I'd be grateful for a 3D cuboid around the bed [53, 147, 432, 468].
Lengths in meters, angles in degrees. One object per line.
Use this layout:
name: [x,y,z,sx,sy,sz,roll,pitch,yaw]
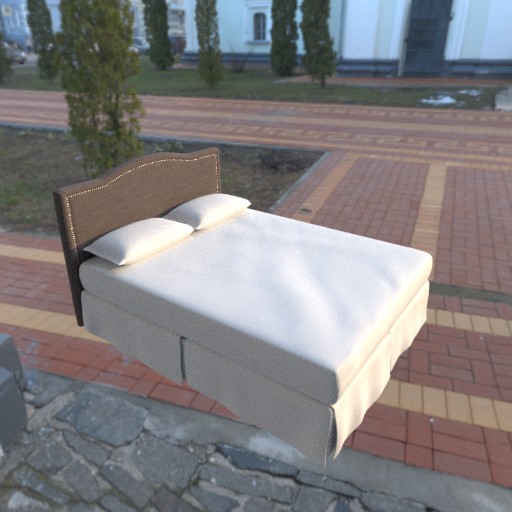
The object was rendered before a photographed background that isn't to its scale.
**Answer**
bed: [0.000,0.000,3.955,2.689,1.457,2.161,17,31,31]
